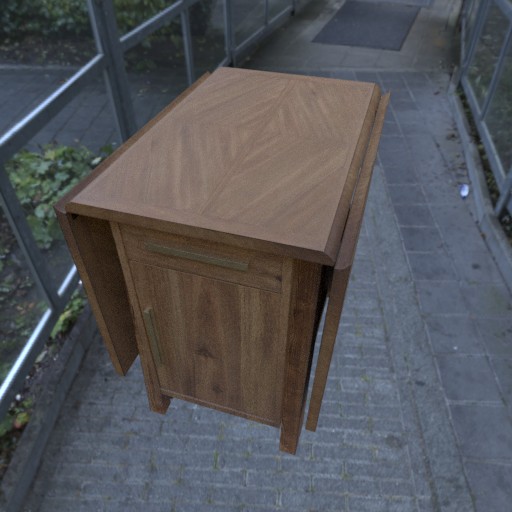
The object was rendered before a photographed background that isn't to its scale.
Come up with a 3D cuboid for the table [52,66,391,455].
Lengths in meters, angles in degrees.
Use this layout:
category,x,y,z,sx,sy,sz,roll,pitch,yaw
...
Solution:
category,x,y,z,sx,sy,sz,roll,pitch,yaw
table,0.000,0.000,1.619,0.701,0.981,0.967,12,42,13
